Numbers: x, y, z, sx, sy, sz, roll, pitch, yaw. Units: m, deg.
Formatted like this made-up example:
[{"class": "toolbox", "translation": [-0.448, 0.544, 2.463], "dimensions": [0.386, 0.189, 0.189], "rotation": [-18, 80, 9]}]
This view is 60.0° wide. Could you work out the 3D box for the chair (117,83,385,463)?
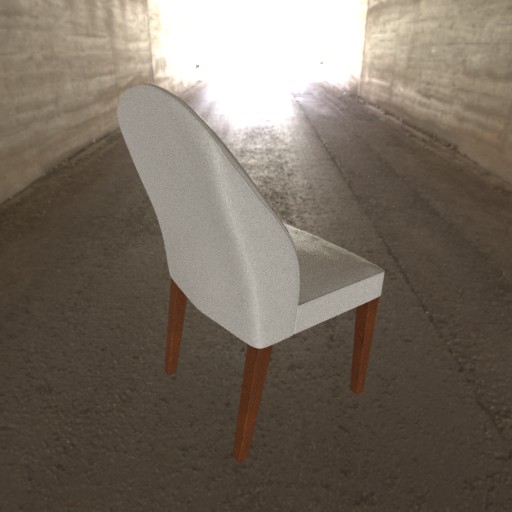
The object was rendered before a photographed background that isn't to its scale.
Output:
[{"class": "chair", "translation": [0.000, 0.000, 1.202], "dimensions": [0.540, 0.893, 0.472], "rotation": [-17, 30, -32]}]
